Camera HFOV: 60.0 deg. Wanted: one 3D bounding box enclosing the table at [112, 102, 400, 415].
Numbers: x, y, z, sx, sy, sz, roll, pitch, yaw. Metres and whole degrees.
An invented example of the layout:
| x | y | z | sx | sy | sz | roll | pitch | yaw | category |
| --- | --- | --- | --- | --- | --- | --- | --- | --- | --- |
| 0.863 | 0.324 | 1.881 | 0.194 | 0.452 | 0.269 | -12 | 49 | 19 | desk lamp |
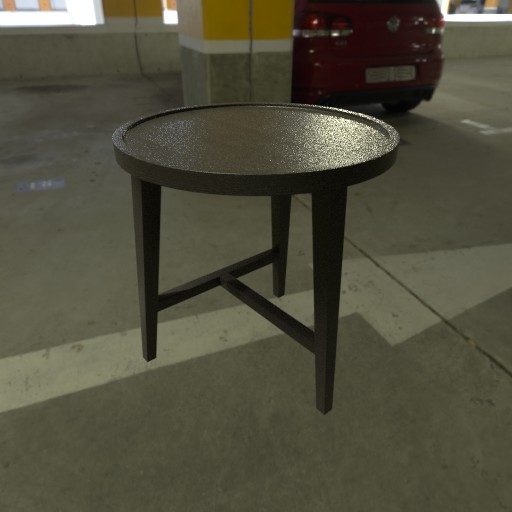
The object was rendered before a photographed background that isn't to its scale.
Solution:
| x | y | z | sx | sy | sz | roll | pitch | yaw | category |
| --- | --- | --- | --- | --- | --- | --- | --- | --- | --- |
| 0.000 | 0.000 | 0.931 | 0.500 | 0.531 | 0.500 | 0 | 29 | 0 | table |
